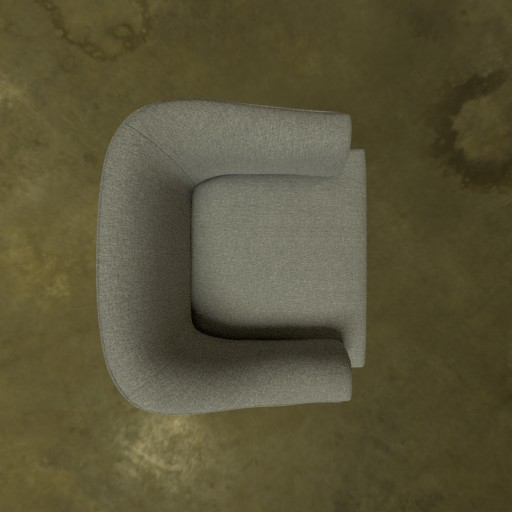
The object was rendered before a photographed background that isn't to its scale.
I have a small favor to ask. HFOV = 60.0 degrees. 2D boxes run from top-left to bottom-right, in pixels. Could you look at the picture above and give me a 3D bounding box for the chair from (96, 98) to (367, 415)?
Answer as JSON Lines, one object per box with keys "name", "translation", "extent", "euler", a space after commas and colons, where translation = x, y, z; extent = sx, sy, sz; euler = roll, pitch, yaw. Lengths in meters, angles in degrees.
{"name": "chair", "translation": [0.000, 0.000, 1.390], "extent": [0.704, 0.815, 0.798], "euler": [0, 90, 1]}
